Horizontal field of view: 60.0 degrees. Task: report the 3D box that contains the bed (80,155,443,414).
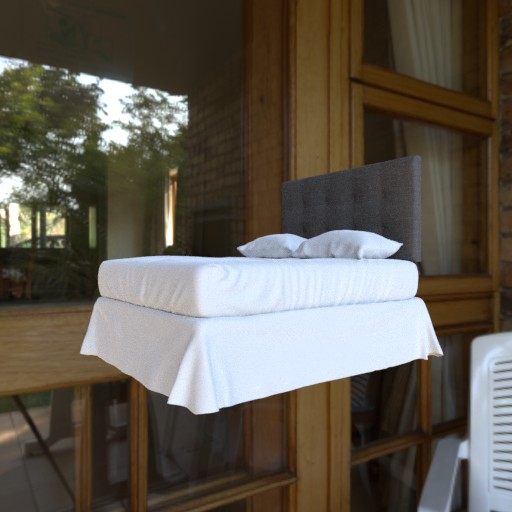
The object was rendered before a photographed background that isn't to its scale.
[{"bbox_3d":[0.000,0.000,3.503,2.222,1.577,1.936,0,0,-37],"label":"bed"}]
